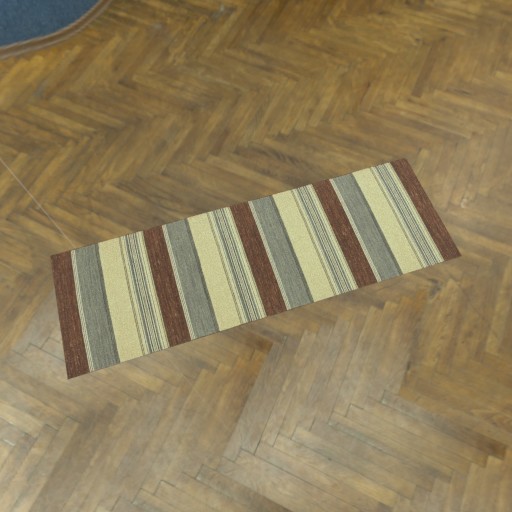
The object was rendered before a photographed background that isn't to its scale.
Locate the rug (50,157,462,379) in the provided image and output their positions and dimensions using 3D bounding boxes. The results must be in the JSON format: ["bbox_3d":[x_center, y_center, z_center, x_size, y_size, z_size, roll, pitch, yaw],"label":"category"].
[{"bbox_3d":[0.000,0.000,2.762,2.437,0.006,0.792,-16,66,-7],"label":"rug"}]
